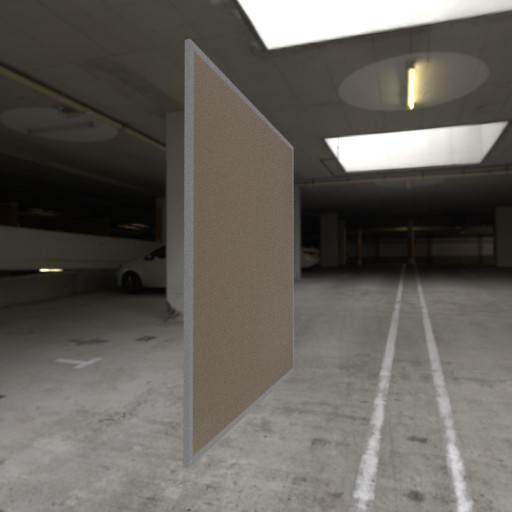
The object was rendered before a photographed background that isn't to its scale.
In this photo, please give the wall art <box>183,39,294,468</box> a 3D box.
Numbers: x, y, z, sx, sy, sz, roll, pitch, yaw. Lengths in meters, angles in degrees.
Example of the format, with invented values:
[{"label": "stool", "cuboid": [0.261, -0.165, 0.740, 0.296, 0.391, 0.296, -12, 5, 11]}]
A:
[{"label": "wall art", "cuboid": [0.000, 0.000, 0.688, 0.007, 0.456, 0.456, 0, -1, 19]}]
